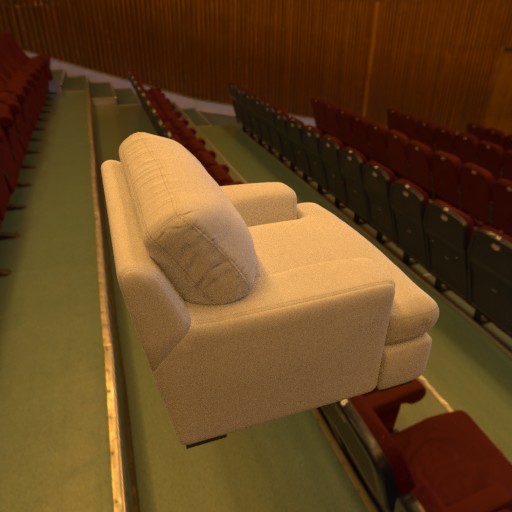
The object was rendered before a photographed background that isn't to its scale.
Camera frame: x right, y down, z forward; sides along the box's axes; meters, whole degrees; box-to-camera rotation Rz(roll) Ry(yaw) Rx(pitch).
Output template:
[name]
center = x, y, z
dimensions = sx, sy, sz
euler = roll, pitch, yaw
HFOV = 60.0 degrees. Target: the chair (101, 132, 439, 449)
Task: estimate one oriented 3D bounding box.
[chair]
center = 0.000, 0.000, 1.943
dimensions = 1.158, 0.930, 1.140
euler = -10, 31, -17
